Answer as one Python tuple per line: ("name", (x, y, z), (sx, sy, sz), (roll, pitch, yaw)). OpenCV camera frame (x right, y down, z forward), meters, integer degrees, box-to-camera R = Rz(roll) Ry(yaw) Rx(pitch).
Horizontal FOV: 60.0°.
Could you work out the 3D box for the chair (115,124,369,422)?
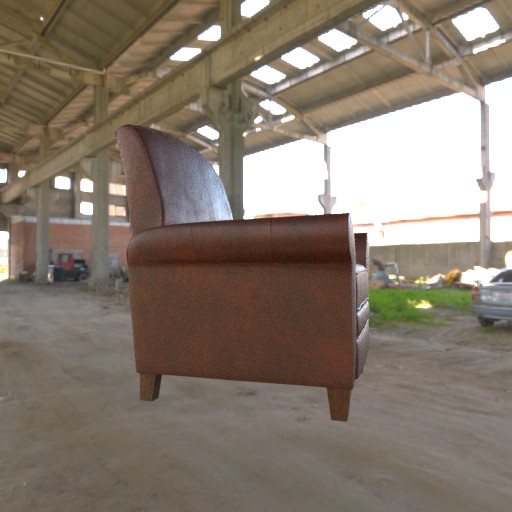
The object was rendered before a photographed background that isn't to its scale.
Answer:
("chair", (0.000, 0.000, 1.861), (0.902, 1.061, 0.978), (0, -1, 18))
